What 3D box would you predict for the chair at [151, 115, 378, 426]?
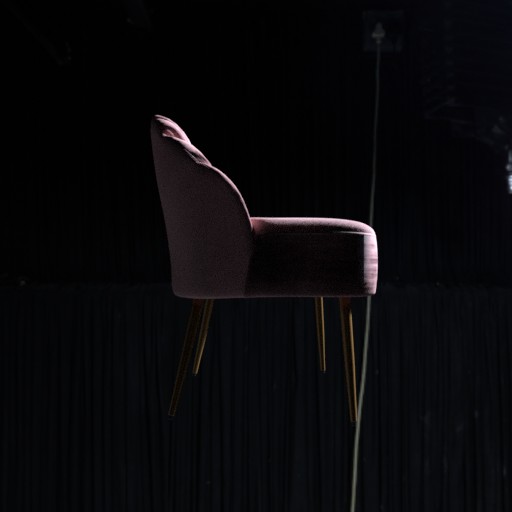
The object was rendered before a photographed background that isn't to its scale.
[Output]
[{"bbox_3d":[0.000,0.000,1.318,0.599,0.819,0.657,0,-1,0],"label":"chair"}]
